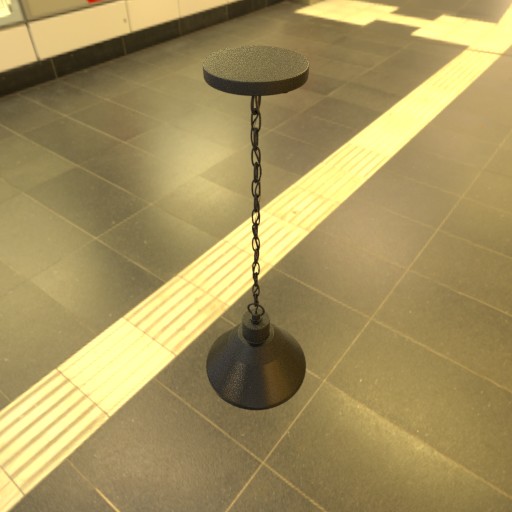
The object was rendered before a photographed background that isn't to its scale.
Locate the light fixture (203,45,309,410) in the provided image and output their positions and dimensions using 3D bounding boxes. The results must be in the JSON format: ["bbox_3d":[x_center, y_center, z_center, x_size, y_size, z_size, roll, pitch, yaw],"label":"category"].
[{"bbox_3d":[0.000,0.000,0.696,0.201,0.588,0.201,12,44,13],"label":"light fixture"}]
